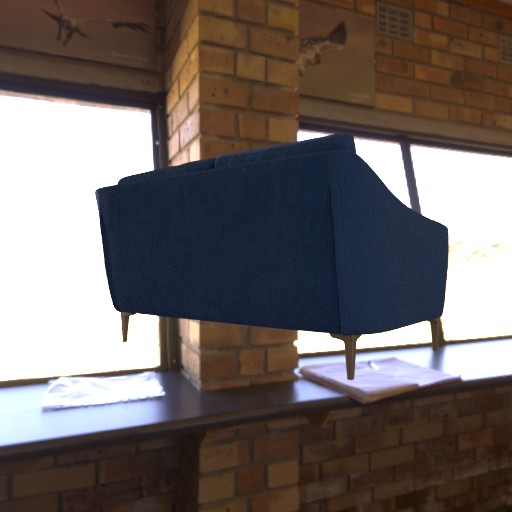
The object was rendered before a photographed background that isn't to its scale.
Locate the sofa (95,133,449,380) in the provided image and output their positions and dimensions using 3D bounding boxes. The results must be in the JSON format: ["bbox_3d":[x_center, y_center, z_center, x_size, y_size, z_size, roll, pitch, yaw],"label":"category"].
[{"bbox_3d":[0.000,0.000,2.210,1.619,0.902,0.960,-1,-1,36],"label":"sofa"}]
